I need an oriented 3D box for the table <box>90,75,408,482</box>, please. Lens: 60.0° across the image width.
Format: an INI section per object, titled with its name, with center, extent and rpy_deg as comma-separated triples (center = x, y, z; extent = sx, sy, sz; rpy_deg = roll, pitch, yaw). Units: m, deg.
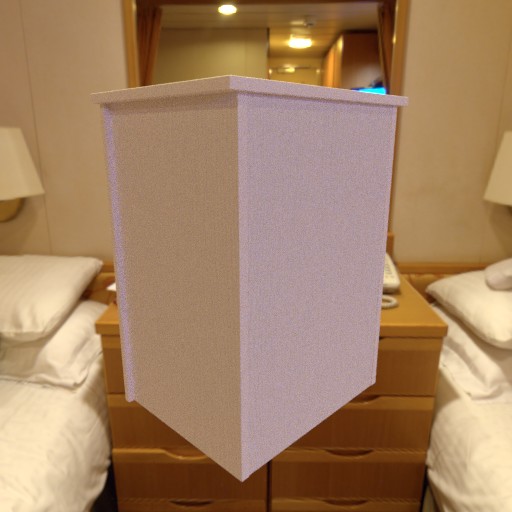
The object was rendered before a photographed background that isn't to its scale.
[table]
center = 0.000, 0.000, 0.930
extent = 0.381, 0.635, 0.480
rpy_deg = 15, 21, 43
